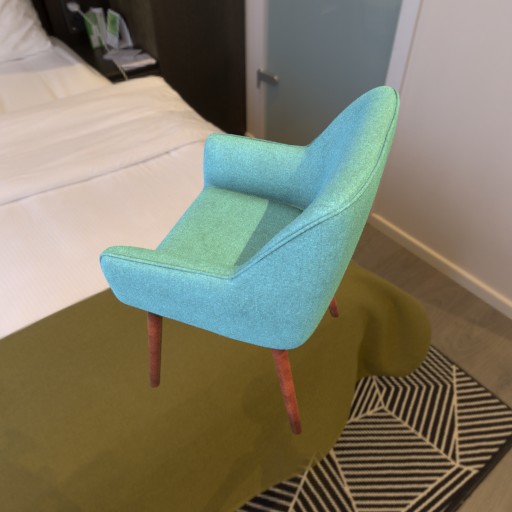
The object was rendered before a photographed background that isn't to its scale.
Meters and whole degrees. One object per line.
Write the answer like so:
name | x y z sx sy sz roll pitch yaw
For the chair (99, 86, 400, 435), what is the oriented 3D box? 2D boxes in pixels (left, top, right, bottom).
chair | 0.000 0.000 1.133 0.519 0.803 0.543 15 47 15
